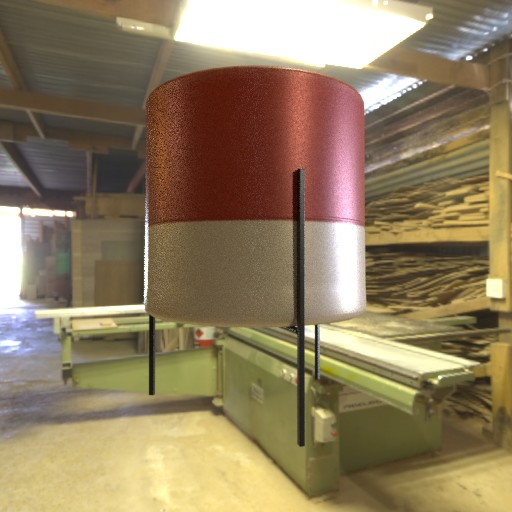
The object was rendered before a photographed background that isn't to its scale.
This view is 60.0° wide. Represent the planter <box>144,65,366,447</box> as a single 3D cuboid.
[{"bbox_3d":[0.000,0.000,0.706,0.345,0.465,0.354,0,-1,-18],"label":"planter"}]
